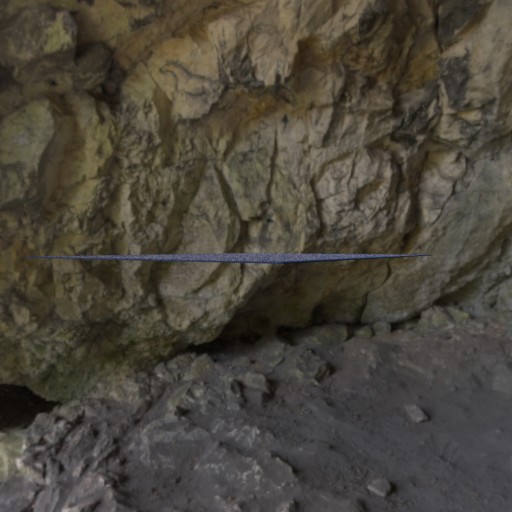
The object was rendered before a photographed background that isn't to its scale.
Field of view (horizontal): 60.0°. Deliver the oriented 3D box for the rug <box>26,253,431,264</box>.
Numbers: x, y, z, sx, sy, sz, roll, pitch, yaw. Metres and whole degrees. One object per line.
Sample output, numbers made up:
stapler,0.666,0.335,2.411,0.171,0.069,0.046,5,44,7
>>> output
rug,0.000,0.000,4.135,2.438,0.010,3.048,1,1,35
